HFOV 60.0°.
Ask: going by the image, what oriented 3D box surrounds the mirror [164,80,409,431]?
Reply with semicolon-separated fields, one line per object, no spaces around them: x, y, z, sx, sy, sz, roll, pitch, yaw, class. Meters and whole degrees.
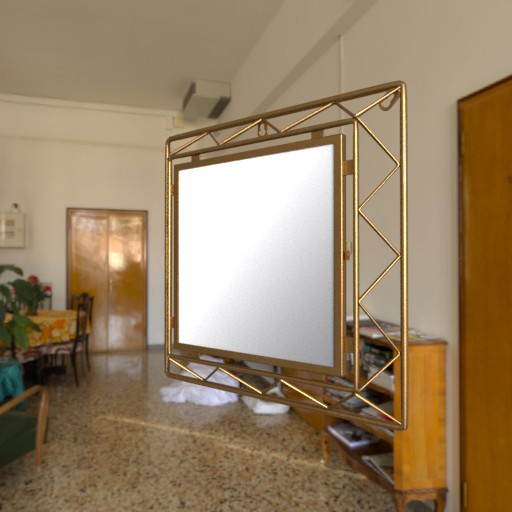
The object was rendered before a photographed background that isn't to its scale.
0.000;0.000;0.627;0.416;0.414;0.046;0;-1;37;mirror
